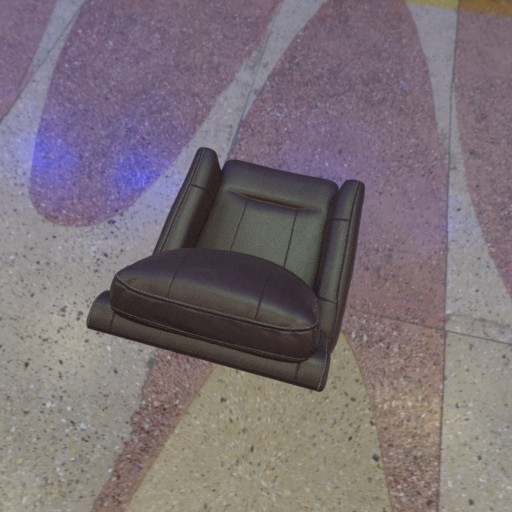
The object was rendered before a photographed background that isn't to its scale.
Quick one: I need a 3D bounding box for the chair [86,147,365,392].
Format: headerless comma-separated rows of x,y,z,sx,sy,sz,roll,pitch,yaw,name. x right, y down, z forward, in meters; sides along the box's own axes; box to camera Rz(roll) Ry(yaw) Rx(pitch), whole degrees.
0.000,0.000,1.791,0.829,1.030,1.080,14,64,7,chair
